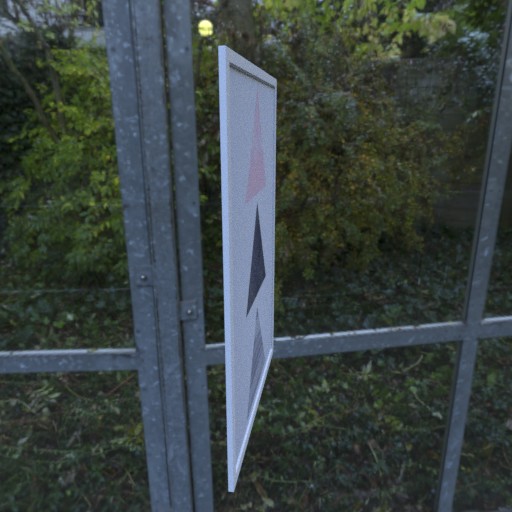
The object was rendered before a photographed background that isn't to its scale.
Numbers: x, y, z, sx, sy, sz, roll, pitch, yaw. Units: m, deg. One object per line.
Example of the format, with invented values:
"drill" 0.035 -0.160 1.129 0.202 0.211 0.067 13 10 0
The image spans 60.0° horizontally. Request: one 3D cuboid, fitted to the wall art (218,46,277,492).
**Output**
"wall art" 0.000 0.000 1.195 0.013 0.940 0.659 3 17 10
